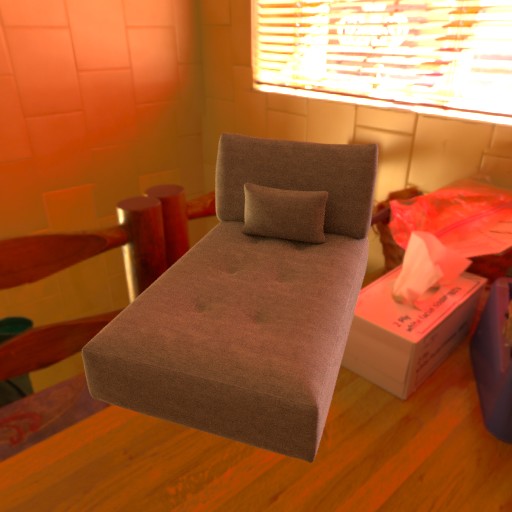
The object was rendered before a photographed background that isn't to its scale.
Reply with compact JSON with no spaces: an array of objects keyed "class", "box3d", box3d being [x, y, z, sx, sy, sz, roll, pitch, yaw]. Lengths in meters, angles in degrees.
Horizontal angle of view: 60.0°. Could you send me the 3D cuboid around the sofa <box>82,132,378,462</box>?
[{"class":"sofa","box3d":[0.000,0.000,2.056,0.930,0.820,1.450,9,28,17]}]
